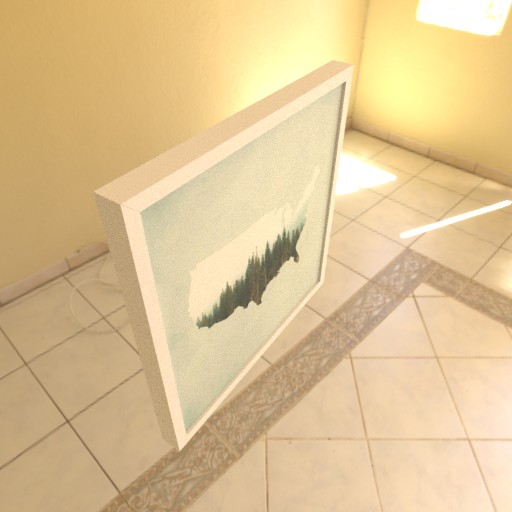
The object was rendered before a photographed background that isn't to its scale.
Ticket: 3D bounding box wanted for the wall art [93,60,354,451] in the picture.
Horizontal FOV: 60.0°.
[{"bbox_3d":[0.000,0.000,0.454,0.024,0.304,0.304,25,47,26],"label":"wall art"}]
